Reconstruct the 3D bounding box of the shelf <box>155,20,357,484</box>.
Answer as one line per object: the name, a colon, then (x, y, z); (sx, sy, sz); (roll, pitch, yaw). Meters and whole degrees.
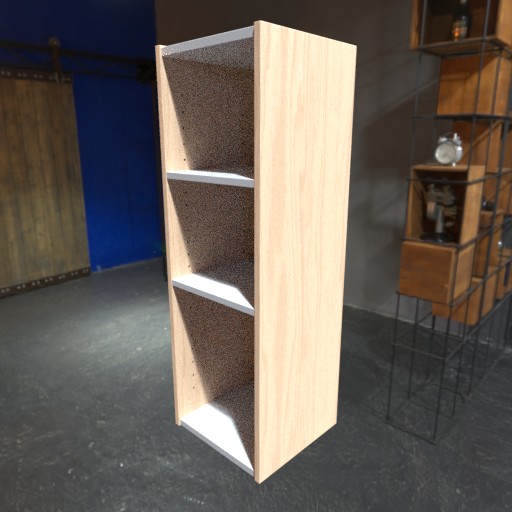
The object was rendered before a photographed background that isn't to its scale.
shelf: (0.000, 0.000, 1.034); (0.300, 0.900, 0.290); (14, 20, 42)
